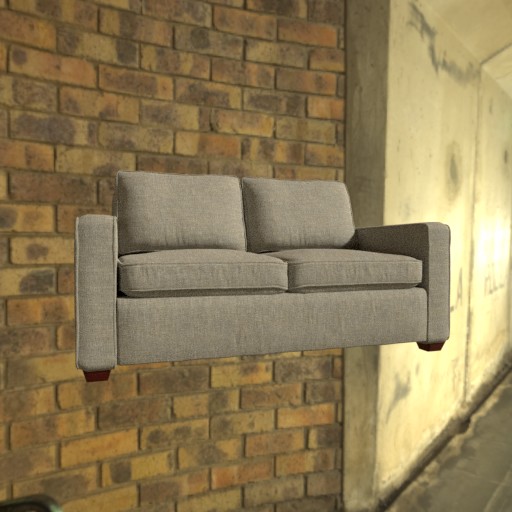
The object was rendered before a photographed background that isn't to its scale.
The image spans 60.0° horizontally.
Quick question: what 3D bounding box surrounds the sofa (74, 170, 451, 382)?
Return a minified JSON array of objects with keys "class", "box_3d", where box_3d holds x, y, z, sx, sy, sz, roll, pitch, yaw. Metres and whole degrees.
[{"class":"sofa","box_3d":[0.000,0.000,2.291,1.706,0.915,0.945,0,1,-18]}]
